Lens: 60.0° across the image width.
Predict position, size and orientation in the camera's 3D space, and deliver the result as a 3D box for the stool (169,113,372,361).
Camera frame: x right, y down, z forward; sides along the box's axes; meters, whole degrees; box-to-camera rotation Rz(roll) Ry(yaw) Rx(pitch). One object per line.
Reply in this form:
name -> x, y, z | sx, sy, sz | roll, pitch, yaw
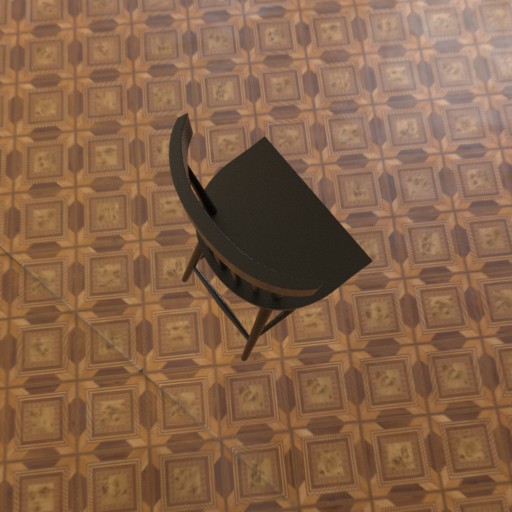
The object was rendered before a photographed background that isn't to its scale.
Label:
stool -> 0.000, 0.000, 1.396 | 0.483, 1.092, 0.482 | -37, 79, -8
